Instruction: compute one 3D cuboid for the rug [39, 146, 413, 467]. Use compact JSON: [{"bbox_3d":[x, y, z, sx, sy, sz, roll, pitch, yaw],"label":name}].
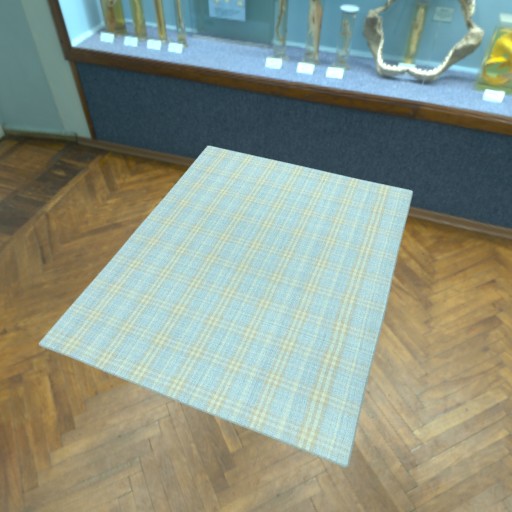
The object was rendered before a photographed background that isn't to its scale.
[{"bbox_3d":[0.000,0.000,4.113,2.462,0.030,3.066,16,48,15],"label":"rug"}]
